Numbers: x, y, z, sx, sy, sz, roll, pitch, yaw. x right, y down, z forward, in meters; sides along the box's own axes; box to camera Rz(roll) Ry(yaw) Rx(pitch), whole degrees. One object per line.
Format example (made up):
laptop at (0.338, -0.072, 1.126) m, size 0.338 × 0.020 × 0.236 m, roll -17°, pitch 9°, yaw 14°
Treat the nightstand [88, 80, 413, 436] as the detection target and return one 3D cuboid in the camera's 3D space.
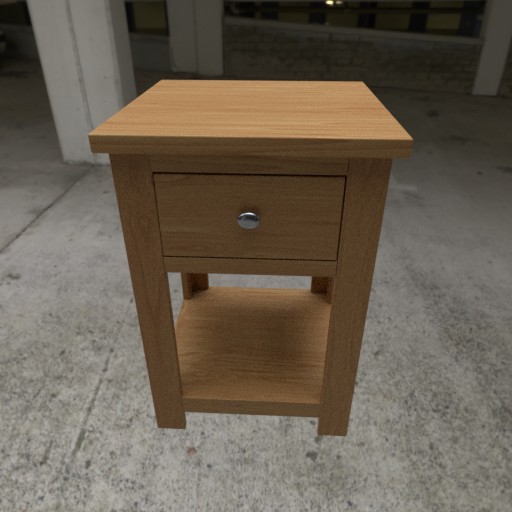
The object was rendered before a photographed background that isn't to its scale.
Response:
nightstand at (0.000, 0.000, 0.915) m, size 0.428 × 0.614 × 0.418 m, roll 2°, pitch 31°, yaw 3°
